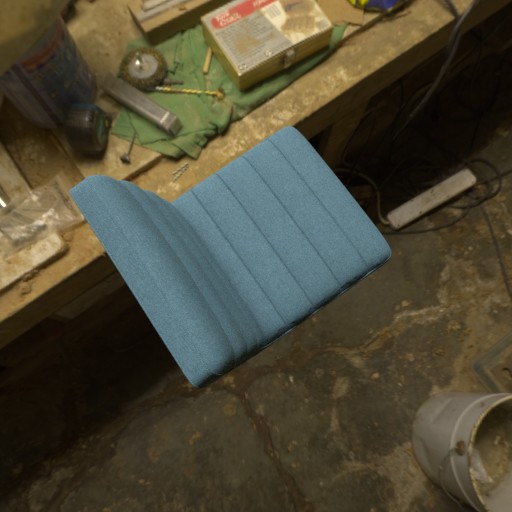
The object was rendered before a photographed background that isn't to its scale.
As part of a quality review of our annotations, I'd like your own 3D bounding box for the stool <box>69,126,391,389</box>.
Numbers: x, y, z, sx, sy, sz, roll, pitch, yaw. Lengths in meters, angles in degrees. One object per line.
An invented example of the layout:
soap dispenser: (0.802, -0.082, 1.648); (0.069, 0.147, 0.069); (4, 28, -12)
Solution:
stool: (0.000, 0.000, 1.269); (0.560, 0.940, 0.460); (-34, 79, -8)
